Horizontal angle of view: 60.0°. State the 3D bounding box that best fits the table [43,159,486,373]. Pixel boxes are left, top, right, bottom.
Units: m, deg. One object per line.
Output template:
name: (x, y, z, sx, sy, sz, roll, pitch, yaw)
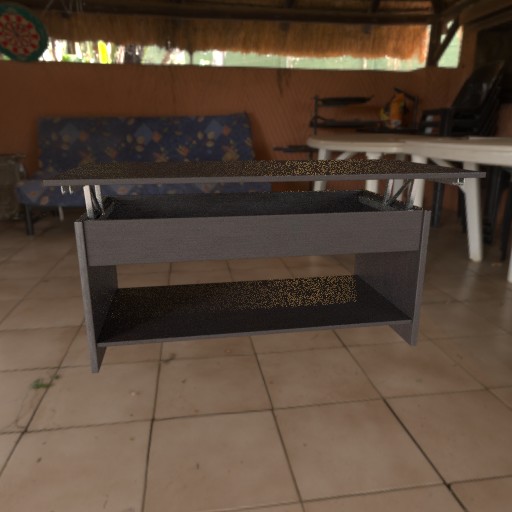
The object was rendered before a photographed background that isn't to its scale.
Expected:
table: (0.000, 0.000, 1.397, 1.000, 0.570, 0.712, -3, 16, -9)
